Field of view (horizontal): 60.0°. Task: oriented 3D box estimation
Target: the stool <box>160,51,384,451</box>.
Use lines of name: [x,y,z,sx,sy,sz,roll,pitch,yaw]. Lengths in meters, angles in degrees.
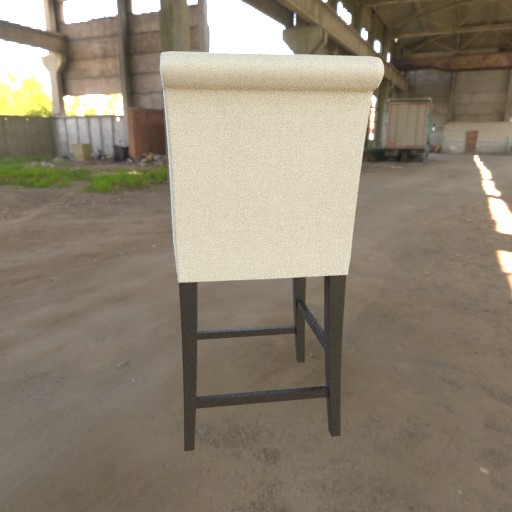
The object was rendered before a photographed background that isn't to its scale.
stool: [0.000,0.000,1.258,0.452,0.976,0.597,-2,16,-8]
